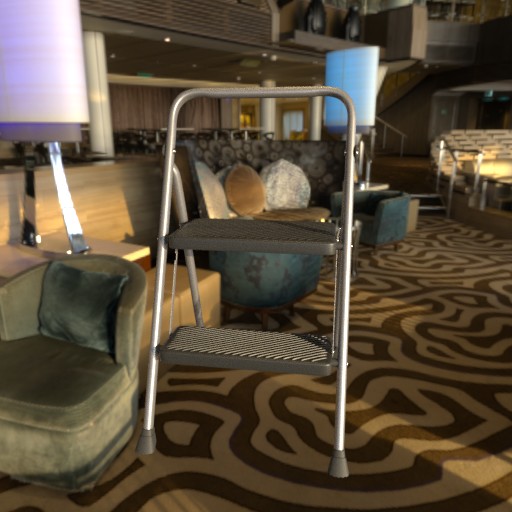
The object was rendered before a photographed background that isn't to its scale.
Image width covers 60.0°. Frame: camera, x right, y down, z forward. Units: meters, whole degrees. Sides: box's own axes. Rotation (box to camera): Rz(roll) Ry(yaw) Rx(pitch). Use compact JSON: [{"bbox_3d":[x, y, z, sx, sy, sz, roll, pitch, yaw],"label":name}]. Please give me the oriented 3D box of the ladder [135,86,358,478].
[{"bbox_3d":[0.000,0.000,0.991,0.430,0.720,0.472,2,16,9],"label":"ladder"}]
